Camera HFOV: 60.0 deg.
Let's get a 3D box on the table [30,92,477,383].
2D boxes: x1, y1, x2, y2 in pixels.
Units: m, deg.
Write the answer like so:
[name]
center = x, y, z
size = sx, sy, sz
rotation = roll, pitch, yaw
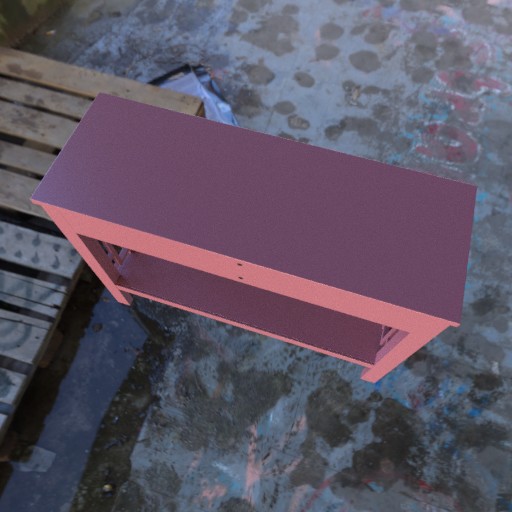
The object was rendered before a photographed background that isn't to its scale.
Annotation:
[table]
center = 0.000, 0.000, 1.463
size = 1.068, 0.753, 0.397
rotation = 16, 65, 8
